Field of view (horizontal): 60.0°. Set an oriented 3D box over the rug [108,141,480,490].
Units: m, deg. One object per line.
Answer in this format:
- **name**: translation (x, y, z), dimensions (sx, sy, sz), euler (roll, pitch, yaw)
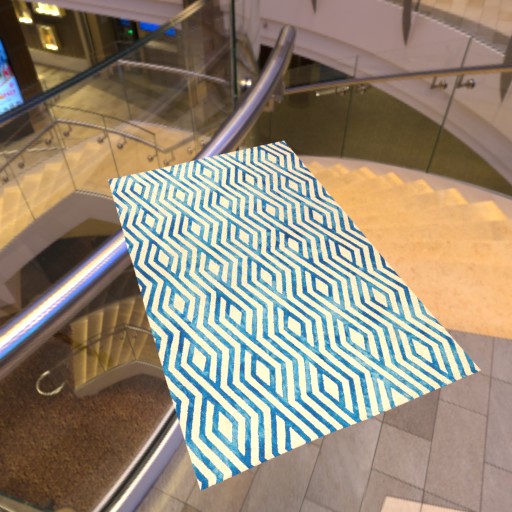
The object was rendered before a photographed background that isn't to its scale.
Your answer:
- **rug**: translation (0.000, 0.000, 2.899), dimensions (1.531, 0.008, 2.439), euler (-16, 48, -15)
